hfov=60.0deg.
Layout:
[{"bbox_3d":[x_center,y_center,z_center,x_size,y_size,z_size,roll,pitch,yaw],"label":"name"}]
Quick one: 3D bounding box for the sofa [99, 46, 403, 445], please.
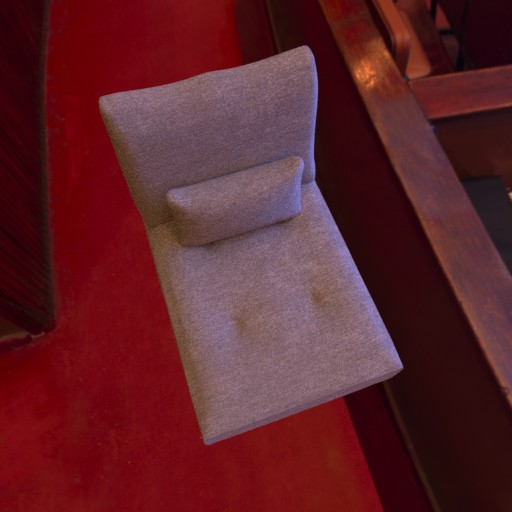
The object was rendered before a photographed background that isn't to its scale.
[{"bbox_3d":[0.000,0.000,1.516,0.700,0.820,1.000,-17,66,-8],"label":"sofa"}]
